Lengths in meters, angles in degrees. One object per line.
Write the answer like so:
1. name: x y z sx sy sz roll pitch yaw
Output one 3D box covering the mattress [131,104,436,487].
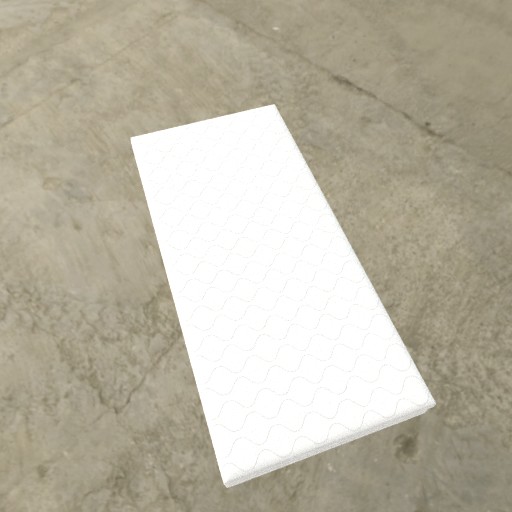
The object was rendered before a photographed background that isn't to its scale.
1. mattress: 0.000 0.000 2.251 0.900 0.200 1.900 -16 60 -10
